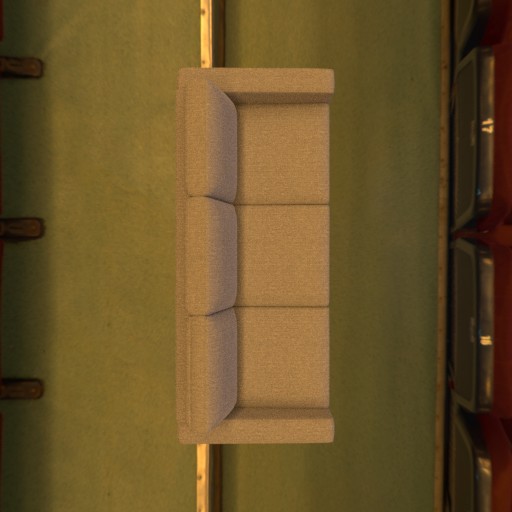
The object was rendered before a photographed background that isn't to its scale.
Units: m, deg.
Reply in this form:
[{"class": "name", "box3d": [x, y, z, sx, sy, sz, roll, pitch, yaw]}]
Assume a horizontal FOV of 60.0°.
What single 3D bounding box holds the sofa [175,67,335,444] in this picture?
[{"class": "sofa", "box3d": [0.000, 0.000, 2.645, 0.900, 0.800, 2.120, 0, 90, -1]}]
